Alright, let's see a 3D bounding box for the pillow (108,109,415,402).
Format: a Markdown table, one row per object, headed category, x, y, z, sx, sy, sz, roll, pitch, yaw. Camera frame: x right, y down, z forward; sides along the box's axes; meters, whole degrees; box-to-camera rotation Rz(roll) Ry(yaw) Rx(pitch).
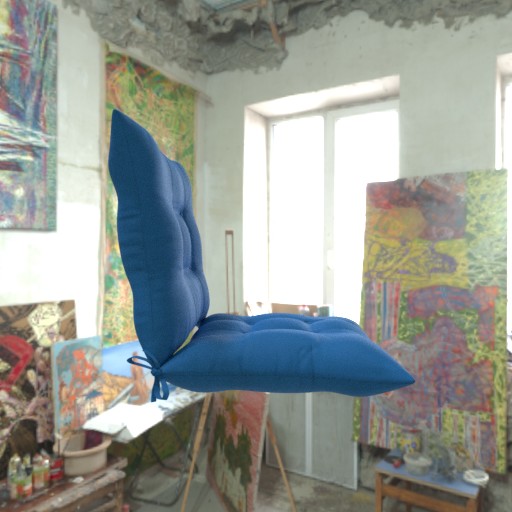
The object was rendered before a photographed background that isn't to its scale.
| category | x | y | z | sx | sy | sz | roll | pitch | yaw |
| --- | --- | --- | --- | --- | --- | --- | --- | --- | --- |
| pillow | 0.000 | 0.000 | 1.028 | 0.585 | 0.536 | 0.541 | 0 | 1 | 2 |
